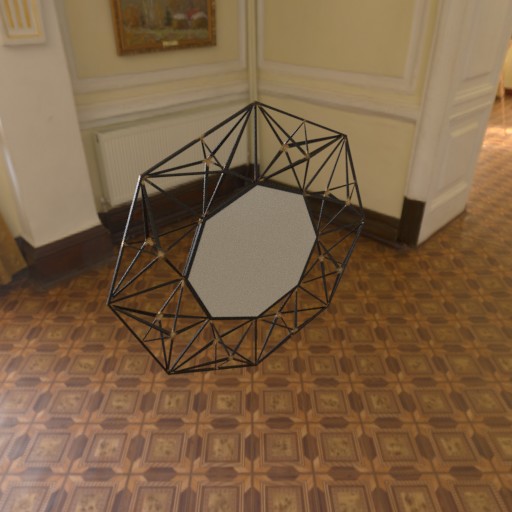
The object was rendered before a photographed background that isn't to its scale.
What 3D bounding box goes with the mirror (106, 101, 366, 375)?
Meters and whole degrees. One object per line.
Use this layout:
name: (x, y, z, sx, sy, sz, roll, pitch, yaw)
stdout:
mirror: (0.000, 0.000, 1.054, 0.710, 0.710, 0.094, -18, 35, -28)
